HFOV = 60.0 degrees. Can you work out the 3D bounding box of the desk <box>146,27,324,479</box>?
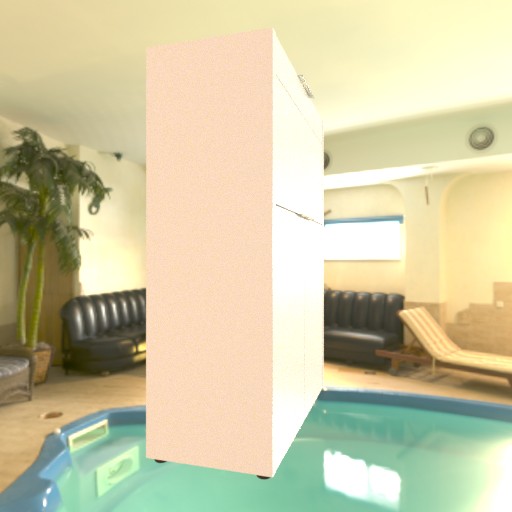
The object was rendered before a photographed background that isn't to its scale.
[{"bbox_3d":[0.000,0.000,1.613,0.390,1.190,0.850,0,0,18],"label":"desk"}]
